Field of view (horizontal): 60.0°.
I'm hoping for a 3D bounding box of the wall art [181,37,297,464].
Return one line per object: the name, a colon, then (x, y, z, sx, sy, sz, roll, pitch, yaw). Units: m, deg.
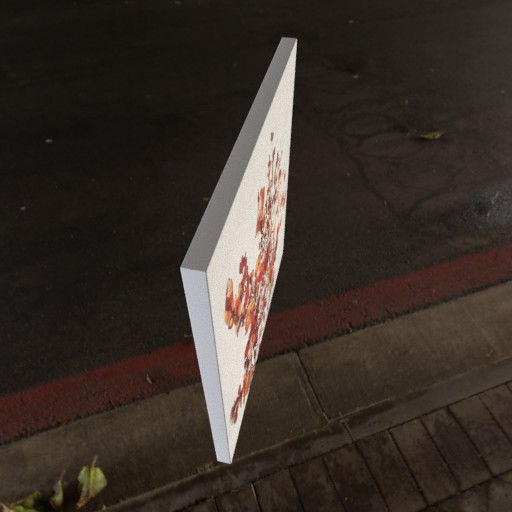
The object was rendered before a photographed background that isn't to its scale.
wall art: (0.000, 0.000, 1.469, 0.049, 1.009, 1.009, 9, 48, 8)
